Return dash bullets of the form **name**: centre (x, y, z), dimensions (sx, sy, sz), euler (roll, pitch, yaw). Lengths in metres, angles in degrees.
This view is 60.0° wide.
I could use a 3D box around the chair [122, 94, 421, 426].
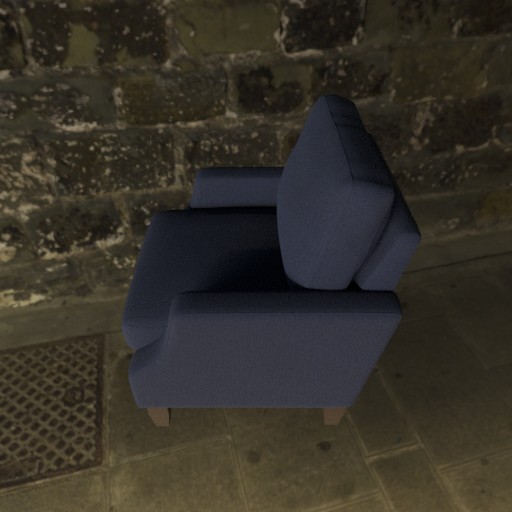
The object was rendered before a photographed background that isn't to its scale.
- **chair**: centre (0.000, 0.000, 1.638), dimensions (0.897, 0.991, 0.855), euler (0, 40, 0)
